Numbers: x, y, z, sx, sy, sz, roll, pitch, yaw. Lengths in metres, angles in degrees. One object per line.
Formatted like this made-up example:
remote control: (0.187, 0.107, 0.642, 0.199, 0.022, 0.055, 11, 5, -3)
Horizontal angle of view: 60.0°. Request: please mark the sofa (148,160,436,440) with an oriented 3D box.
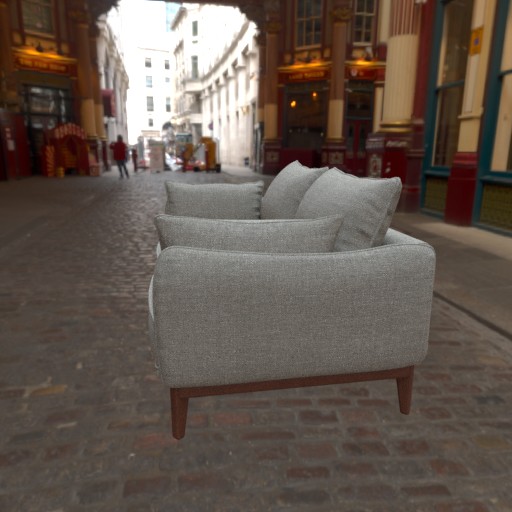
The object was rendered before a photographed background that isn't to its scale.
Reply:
sofa: (0.000, 0.000, 2.135, 0.972, 0.851, 1.580, -2, 14, -10)
